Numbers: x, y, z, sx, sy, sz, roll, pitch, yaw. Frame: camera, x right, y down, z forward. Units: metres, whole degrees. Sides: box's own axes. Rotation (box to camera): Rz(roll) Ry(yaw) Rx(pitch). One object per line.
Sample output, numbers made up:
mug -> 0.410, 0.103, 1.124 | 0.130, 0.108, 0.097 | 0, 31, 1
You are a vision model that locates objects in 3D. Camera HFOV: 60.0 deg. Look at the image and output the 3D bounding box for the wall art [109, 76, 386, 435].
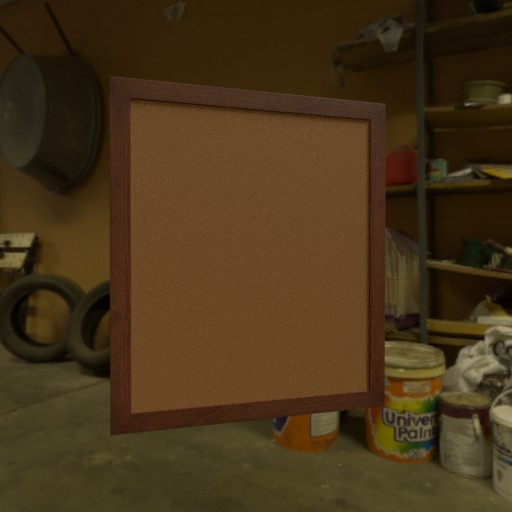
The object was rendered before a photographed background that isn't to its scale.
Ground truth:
wall art -> 0.000, 0.000, 0.529 | 0.330, 0.381, 0.030 | 0, 1, -16
